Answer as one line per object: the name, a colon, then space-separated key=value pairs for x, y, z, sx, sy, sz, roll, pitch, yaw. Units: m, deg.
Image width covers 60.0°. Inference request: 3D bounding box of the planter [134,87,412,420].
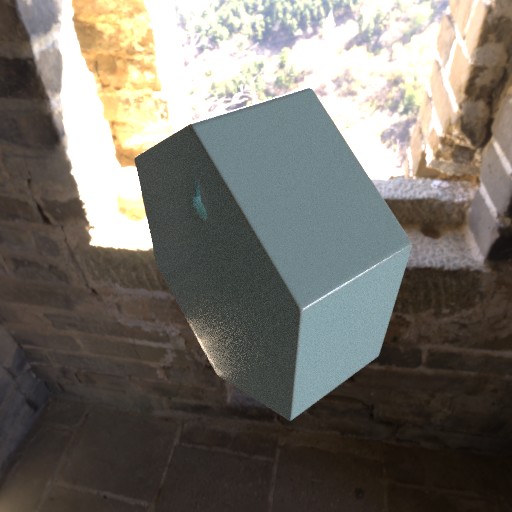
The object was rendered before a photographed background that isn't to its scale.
planter: x=0.000 y=0.000 z=0.294 sx=0.078 sy=0.207 sz=0.169 roll=-26 pitch=48 yaw=-27
